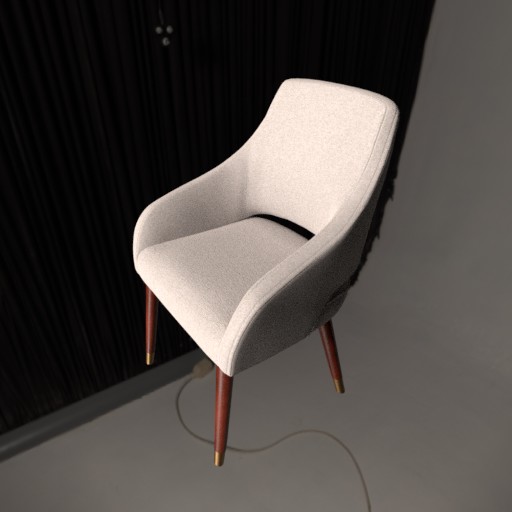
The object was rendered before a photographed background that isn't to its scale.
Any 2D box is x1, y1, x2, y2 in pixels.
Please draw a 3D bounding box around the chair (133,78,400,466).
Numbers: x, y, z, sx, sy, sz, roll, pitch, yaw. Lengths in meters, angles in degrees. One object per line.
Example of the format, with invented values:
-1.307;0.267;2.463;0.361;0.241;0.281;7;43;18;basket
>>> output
0.000;0.000;1.293;0.600;0.889;0.609;-20;36;-29;chair
